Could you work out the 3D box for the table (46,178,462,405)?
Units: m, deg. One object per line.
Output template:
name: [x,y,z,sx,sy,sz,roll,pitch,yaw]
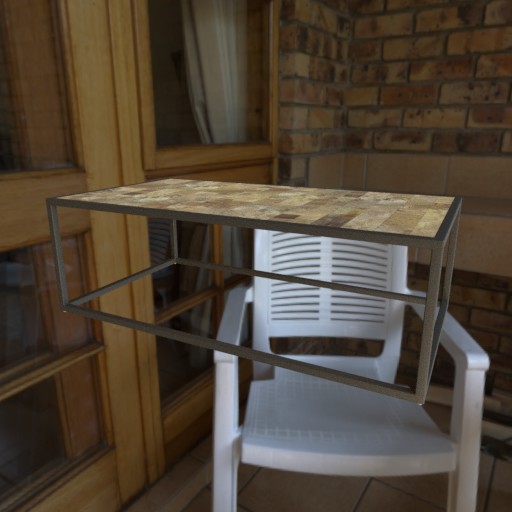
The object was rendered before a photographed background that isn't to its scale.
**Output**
table: [0.000,0.000,1.504,1.199,0.398,0.649,8,18,26]
